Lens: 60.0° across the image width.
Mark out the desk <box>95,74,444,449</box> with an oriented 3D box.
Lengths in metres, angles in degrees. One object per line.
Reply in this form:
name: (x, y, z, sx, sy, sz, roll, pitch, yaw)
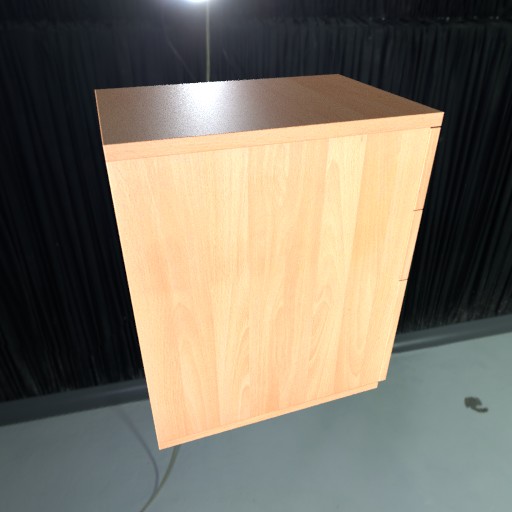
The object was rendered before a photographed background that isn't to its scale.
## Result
desk: (0.000, 0.000, 1.072, 0.600, 0.730, 0.404, -10, 33, -16)
